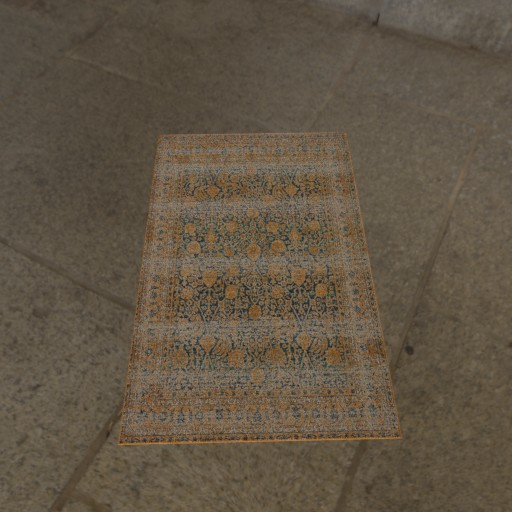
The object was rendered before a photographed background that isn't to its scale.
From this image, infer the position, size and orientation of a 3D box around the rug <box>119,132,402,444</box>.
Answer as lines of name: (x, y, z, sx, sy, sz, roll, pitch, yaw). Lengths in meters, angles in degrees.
rug: (0.000, 0.000, 2.993, 1.525, 0.007, 2.336, -1, 59, -1)
